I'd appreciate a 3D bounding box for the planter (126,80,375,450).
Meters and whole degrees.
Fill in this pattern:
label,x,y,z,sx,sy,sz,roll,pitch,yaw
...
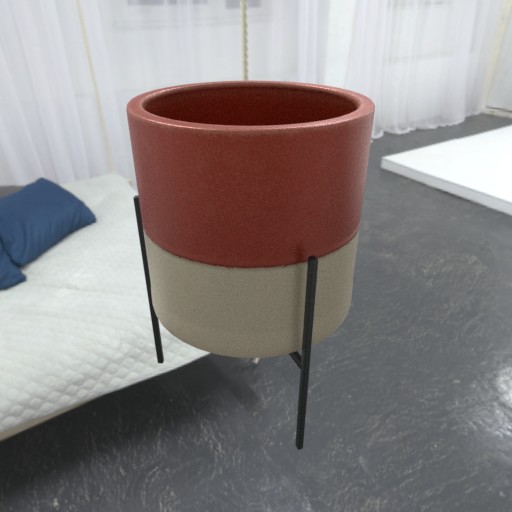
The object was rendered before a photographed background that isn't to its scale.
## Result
label,x,y,z,sx,sy,sz,roll,pitch,yaw
planter,0.000,0.000,0.518,0.235,0.354,0.251,20,36,31
